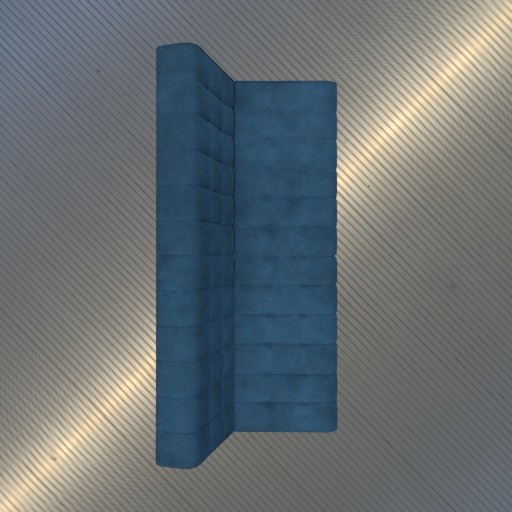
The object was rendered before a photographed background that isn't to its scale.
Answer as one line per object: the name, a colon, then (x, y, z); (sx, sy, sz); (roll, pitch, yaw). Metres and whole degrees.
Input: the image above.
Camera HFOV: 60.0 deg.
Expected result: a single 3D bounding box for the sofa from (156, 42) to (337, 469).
sofa: (0.000, 0.000, 2.268); (0.855, 0.813, 1.804); (0, 90, 1)
